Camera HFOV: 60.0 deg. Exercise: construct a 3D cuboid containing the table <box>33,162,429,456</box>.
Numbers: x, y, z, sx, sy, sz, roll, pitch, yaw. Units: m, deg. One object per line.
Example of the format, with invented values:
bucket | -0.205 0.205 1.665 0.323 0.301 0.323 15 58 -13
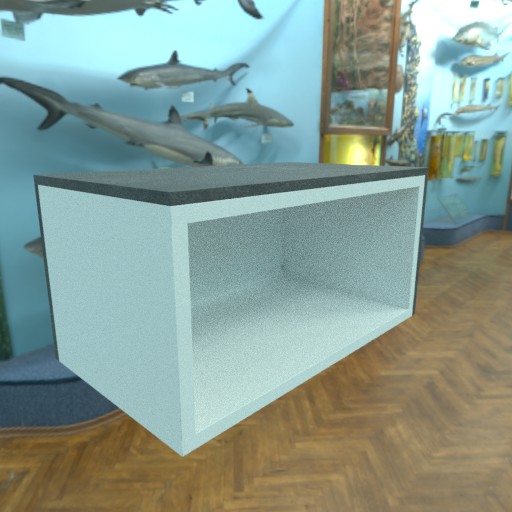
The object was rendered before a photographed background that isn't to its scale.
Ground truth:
table | 0.000 0.000 0.923 0.400 0.350 0.700 13 20 42
